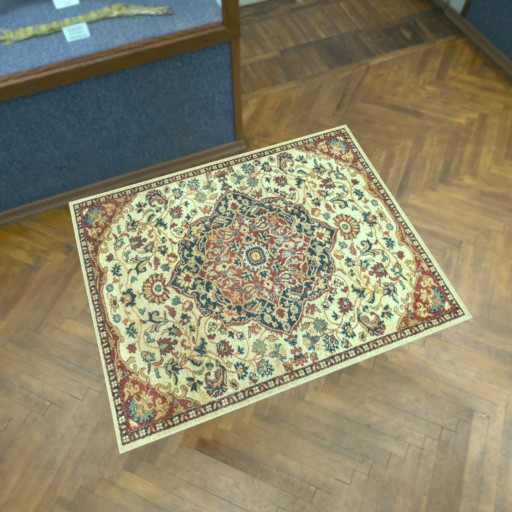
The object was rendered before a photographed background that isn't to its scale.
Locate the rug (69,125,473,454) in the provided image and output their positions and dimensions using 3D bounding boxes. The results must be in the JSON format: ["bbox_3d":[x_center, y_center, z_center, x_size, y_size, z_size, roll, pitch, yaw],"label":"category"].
[{"bbox_3d":[0.000,0.000,4.108,3.067,0.005,2.454,-18,62,-10],"label":"rug"}]
